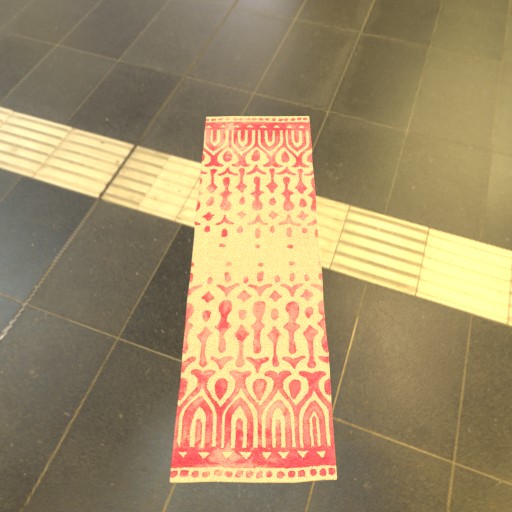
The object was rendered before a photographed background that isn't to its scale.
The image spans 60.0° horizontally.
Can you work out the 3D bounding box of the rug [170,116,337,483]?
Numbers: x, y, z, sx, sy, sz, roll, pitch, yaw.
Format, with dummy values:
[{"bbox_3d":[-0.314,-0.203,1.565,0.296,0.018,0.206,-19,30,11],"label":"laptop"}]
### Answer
[{"bbox_3d":[0.000,0.000,2.683,0.787,0.011,2.458,1,59,0],"label":"rug"}]
